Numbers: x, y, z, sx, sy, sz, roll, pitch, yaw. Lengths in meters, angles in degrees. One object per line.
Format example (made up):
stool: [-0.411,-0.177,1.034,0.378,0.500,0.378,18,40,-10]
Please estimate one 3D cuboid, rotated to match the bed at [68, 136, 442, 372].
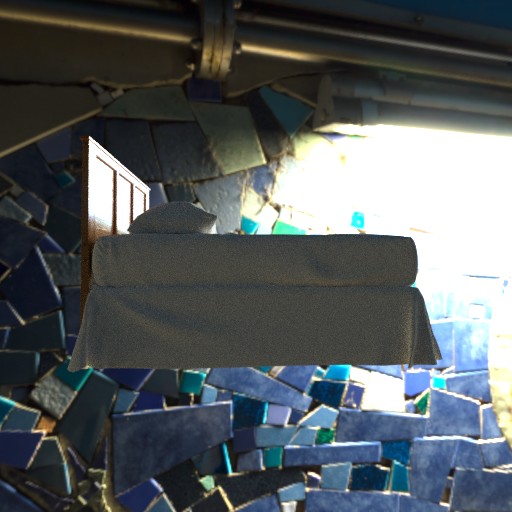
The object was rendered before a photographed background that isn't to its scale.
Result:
bed: [0.000,0.000,3.266,2.035,1.273,1.870,0,-1,-2]
